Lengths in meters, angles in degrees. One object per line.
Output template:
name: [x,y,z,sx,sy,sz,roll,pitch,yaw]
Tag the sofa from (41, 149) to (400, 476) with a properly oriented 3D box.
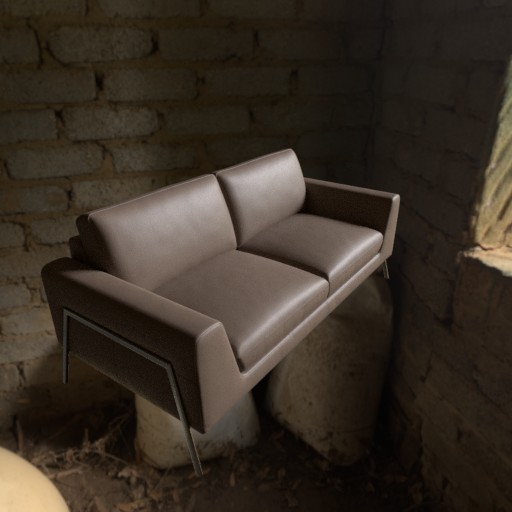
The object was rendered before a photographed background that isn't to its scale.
sofa: [0.000,0.000,2.521,0.953,0.875,2.017,17,30,32]
